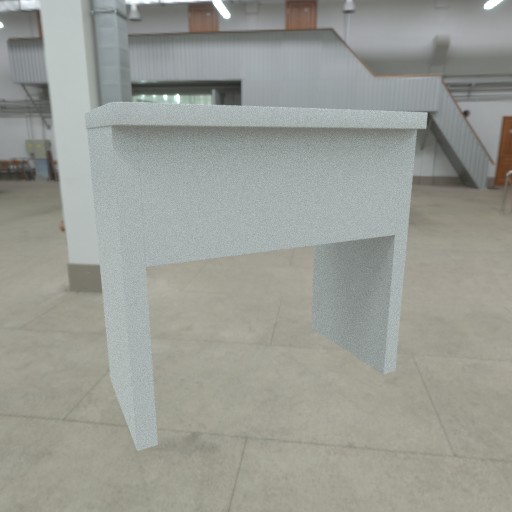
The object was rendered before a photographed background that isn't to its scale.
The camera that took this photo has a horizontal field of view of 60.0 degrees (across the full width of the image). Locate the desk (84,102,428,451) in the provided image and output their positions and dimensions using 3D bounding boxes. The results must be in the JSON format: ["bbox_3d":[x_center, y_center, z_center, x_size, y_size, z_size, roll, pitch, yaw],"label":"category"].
[{"bbox_3d":[0.000,0.000,1.237,0.790,0.760,0.446,-8,17,-26],"label":"desk"}]
